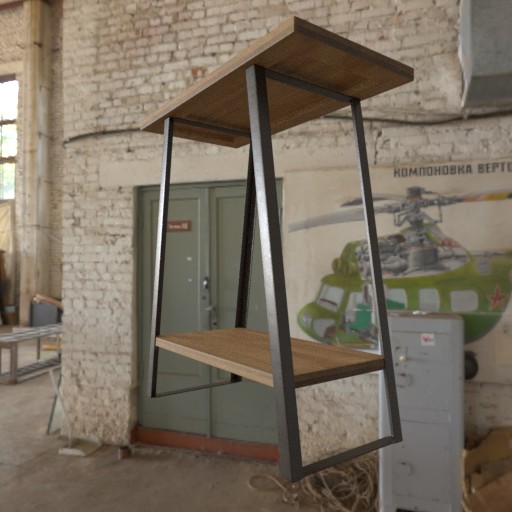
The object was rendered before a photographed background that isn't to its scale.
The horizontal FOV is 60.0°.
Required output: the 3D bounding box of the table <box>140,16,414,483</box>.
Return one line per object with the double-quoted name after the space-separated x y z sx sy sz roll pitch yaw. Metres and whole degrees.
0.000 0.000 0.980 0.300 0.701 0.599 1 -2 -36 "table"
